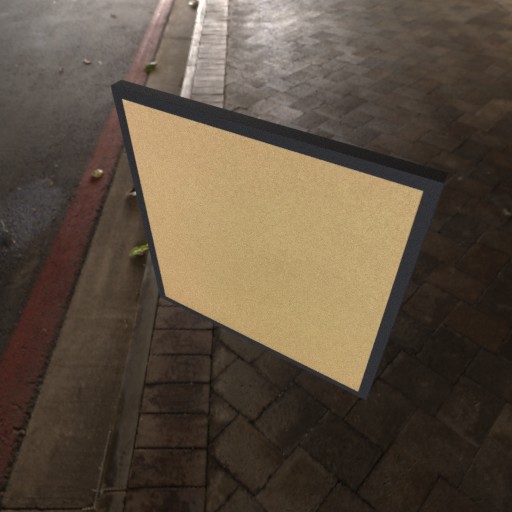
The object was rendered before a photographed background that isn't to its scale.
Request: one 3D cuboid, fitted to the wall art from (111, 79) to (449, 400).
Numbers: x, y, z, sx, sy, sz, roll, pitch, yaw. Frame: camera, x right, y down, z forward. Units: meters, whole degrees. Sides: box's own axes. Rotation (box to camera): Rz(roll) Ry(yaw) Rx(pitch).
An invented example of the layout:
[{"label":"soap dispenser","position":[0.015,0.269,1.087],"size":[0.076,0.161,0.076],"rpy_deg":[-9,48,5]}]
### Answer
[{"label":"wall art","position":[0.000,0.000,1.167],"size":[0.762,0.760,0.037],"rpy_deg":[23,49,21]}]
